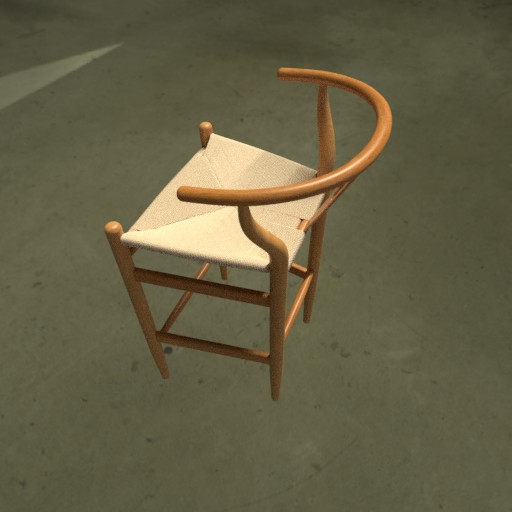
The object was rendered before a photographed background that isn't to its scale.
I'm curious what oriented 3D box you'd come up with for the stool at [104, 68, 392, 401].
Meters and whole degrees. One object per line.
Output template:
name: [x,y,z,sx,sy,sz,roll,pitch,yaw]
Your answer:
stool: [0.000,0.000,1.312,0.579,0.970,0.569,17,50,15]
